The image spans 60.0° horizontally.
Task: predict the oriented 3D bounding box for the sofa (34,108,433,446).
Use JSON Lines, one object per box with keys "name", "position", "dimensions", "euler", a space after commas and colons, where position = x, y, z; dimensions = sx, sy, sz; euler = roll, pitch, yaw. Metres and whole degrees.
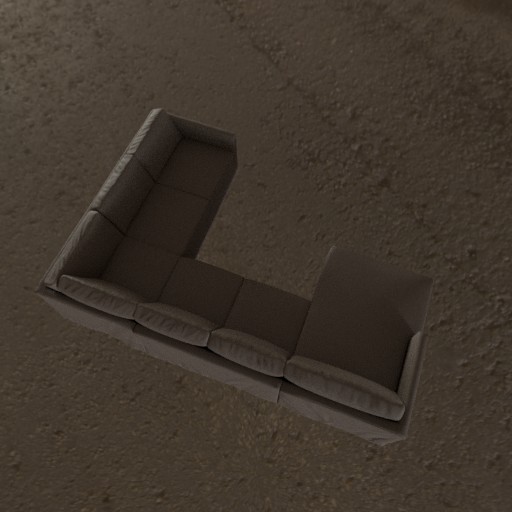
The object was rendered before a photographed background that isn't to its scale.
{"name": "sofa", "position": [0.000, 0.000, 4.502], "dimensions": [3.528, 0.878, 2.476], "euler": [19, 65, 9]}
